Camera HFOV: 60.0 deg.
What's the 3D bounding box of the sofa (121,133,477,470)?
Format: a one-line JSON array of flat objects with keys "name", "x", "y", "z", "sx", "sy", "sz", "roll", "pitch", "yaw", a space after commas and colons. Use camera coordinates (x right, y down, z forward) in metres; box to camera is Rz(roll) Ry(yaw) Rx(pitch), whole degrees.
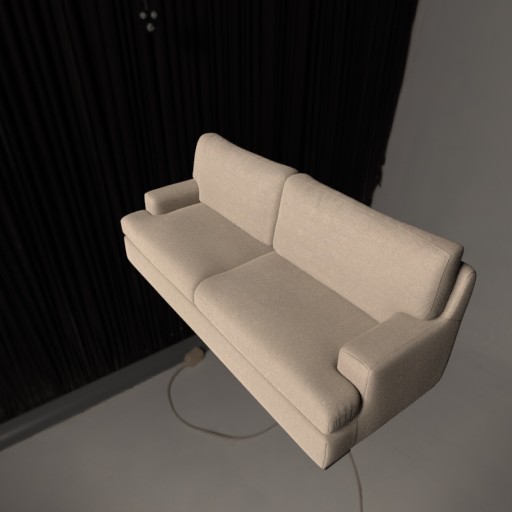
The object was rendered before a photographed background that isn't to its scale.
[{"name": "sofa", "x": 0.000, "y": 0.000, "z": 2.856, "sx": 0.962, "sy": 0.980, "sz": 2.354, "roll": -22, "pitch": 38, "yaw": -30}]
